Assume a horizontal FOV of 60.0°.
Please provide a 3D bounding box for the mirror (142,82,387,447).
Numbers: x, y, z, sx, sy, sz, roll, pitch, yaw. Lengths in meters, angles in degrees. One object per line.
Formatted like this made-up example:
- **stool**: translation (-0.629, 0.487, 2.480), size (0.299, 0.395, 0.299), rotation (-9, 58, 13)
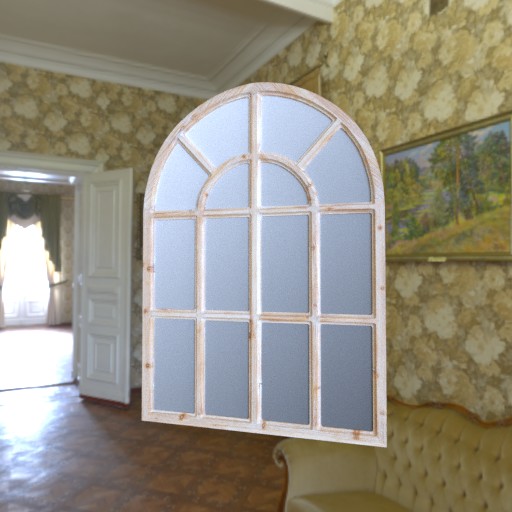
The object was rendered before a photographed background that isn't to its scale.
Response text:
- **mirror**: translation (0.000, 0.000, 1.180), size (0.660, 0.920, 0.032), rotation (0, -2, 17)
